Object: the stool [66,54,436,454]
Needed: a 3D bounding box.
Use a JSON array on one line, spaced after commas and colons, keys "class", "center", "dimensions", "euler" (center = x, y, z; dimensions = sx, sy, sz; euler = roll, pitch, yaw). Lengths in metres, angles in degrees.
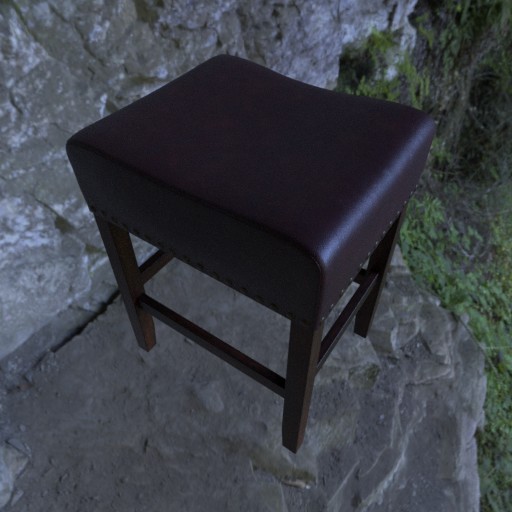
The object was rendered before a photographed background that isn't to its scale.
[{"class": "stool", "center": [0.000, 0.000, 0.911], "dimensions": [0.465, 0.608, 0.397], "euler": [26, 52, 23]}]
